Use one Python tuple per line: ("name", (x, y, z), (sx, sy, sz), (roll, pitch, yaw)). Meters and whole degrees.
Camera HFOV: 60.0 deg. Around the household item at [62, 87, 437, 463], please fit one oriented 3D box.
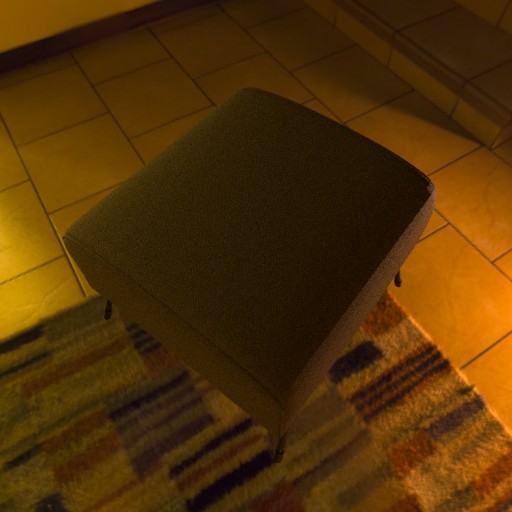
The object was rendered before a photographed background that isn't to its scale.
("household item", (0.000, 0.000, 0.921), (0.530, 0.410, 0.530), (33, 64, 19))
